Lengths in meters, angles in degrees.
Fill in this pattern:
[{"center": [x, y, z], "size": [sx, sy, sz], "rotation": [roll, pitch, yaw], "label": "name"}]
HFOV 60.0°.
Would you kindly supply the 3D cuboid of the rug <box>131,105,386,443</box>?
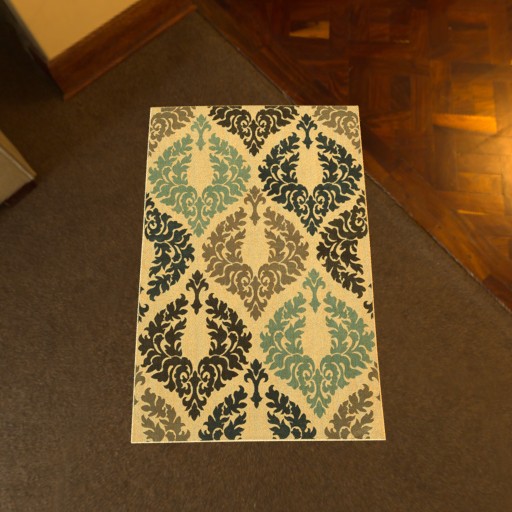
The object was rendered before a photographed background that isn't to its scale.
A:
[{"center": [0.000, 0.000, 2.923], "size": [1.514, 0.014, 2.275], "rotation": [-1, 74, 0], "label": "rug"}]
